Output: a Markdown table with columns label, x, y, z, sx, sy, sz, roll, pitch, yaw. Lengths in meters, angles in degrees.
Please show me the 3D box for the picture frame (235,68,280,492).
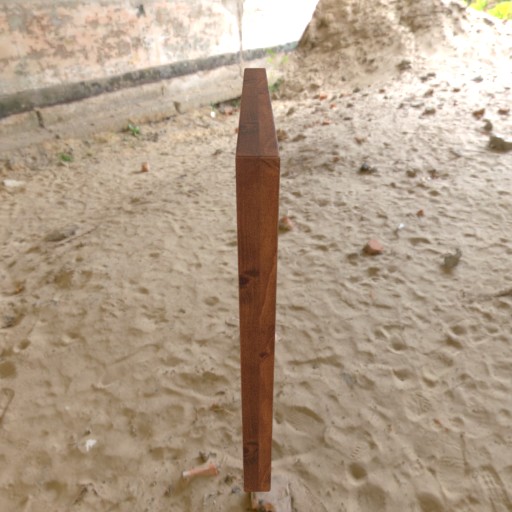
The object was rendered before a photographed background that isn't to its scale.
| label | x | y | z | sx | sy | sz | roll | pitch | yaw |
| --- | --- | --- | --- | --- | --- | --- | --- | --- | --- |
| picture frame | 0.000 | 0.000 | 0.515 | 0.028 | 0.356 | 0.352 | 0 | 31 | 0 |
